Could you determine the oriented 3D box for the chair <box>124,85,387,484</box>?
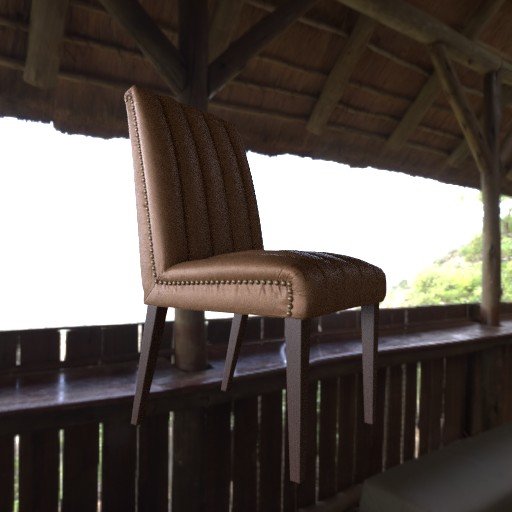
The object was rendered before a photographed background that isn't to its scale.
[{"bbox_3d":[0.000,0.000,1.332,0.647,1.016,0.511,0,0,36],"label":"chair"}]
